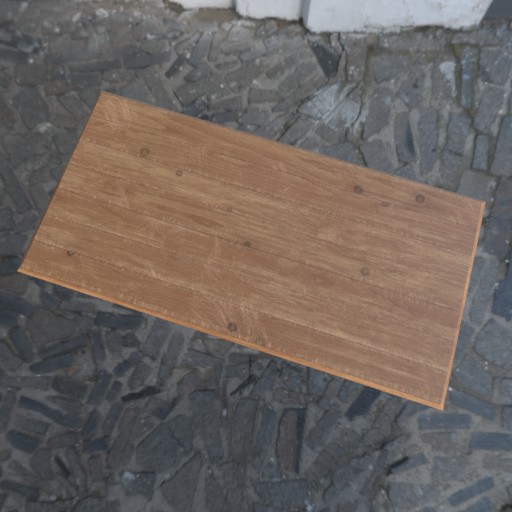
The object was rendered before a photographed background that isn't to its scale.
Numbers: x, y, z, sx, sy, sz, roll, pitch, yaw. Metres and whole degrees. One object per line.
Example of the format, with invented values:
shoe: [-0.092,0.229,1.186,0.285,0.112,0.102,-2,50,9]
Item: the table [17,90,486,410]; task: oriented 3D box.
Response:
table: [0.000,0.000,1.378,1.118,0.458,0.559,17,76,4]
